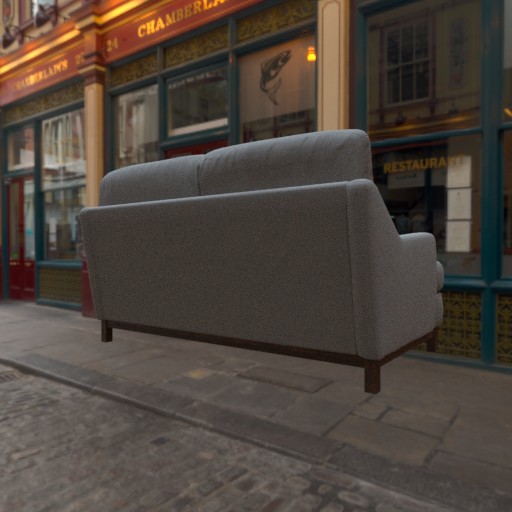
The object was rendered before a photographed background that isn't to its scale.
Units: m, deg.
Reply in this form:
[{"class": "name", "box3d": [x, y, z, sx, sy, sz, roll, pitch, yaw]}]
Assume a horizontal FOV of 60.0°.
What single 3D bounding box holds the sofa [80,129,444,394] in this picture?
[{"class": "sofa", "box3d": [0.000, 0.000, 2.229, 1.589, 0.921, 0.987, 0, 0, 36]}]
